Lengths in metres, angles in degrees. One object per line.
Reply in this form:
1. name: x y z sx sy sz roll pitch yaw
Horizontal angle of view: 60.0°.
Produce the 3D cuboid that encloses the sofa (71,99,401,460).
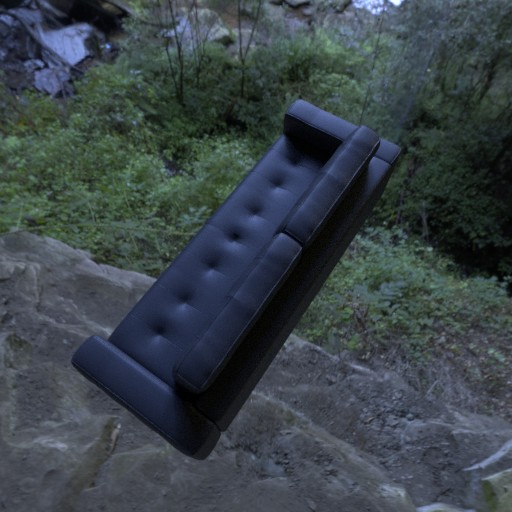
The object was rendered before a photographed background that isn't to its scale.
1. sofa: 0.000 0.000 2.757 0.833 0.893 2.275 31 67 15
